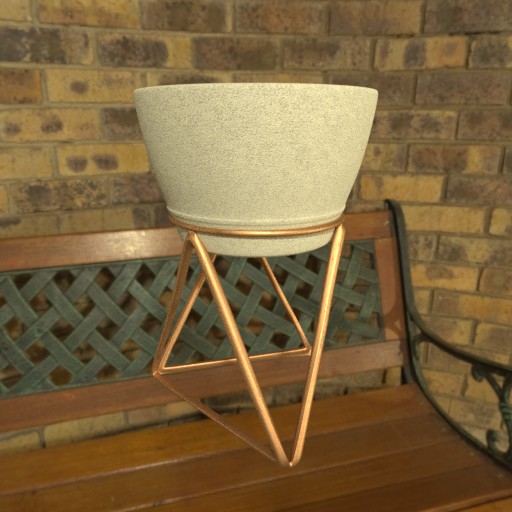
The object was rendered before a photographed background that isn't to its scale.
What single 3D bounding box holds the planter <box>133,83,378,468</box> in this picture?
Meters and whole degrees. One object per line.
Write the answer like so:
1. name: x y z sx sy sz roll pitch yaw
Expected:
1. planter: 0.000 0.000 0.727 0.350 0.504 0.350 16 23 42
